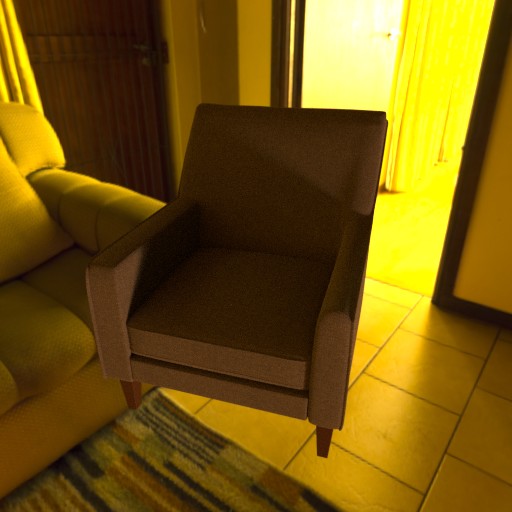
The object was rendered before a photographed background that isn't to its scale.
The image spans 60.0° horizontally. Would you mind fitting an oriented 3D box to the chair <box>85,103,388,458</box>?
[{"bbox_3d":[0.000,0.000,1.589,0.780,0.919,0.899,8,28,15],"label":"chair"}]
